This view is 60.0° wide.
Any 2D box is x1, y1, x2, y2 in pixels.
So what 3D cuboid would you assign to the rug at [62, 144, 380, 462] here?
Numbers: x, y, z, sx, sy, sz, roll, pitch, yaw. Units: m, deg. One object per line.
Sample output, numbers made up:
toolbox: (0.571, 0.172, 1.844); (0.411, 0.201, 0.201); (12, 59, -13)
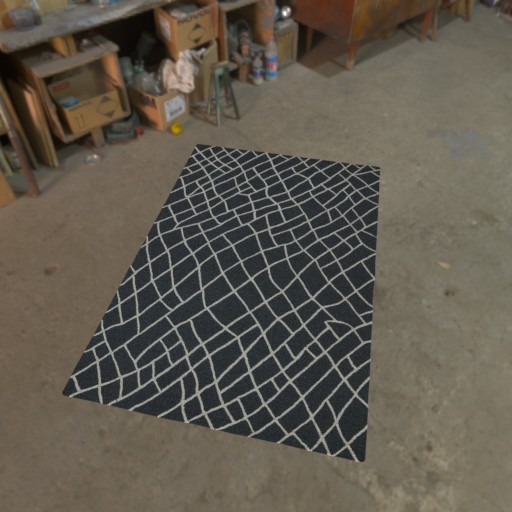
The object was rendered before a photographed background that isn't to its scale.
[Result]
rug: (0.000, 0.000, 2.309); (1.223, 0.013, 1.830); (9, 48, 8)
